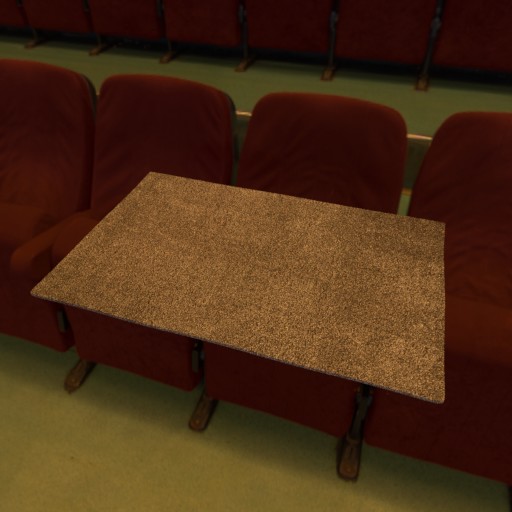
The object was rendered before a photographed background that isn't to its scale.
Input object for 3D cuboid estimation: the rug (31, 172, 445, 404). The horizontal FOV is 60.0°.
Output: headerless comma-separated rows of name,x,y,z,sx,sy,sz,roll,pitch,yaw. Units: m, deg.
rug,0.000,0.000,2.901,2.352,0.025,1.501,12,42,14
